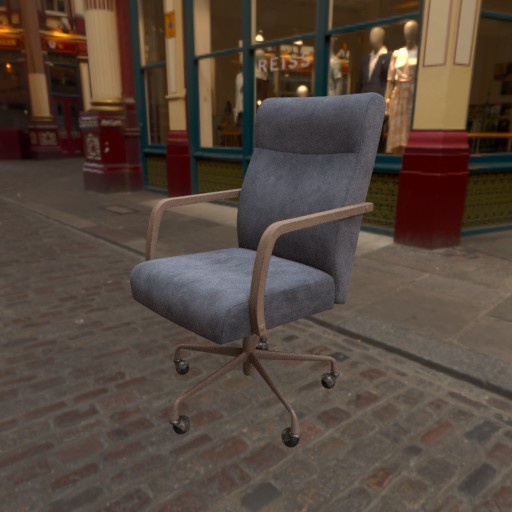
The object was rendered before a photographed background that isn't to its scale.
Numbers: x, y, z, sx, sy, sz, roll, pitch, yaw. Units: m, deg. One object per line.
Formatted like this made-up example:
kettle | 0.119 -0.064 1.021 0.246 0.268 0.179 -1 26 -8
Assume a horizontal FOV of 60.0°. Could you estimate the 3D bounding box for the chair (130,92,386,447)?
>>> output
chair | 0.000 0.000 1.474 0.741 1.029 0.640 -16 23 -42
